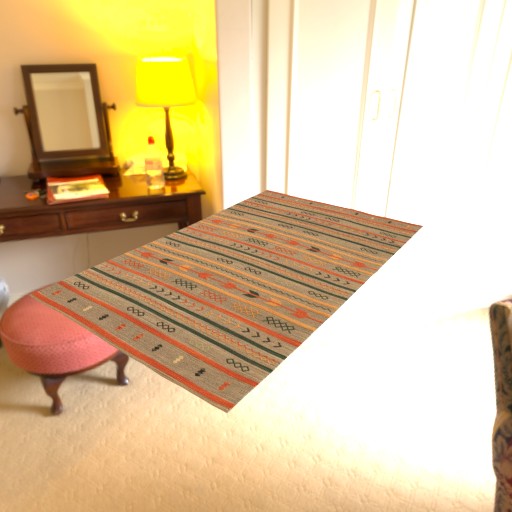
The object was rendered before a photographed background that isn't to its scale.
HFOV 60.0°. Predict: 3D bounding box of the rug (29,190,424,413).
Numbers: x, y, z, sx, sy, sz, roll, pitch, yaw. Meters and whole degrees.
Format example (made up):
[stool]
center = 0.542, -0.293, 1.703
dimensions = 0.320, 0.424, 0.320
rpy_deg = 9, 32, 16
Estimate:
[rug]
center = 0.000, 0.000, 3.078
dimensions = 1.537, 0.029, 2.439
rpy_deg = 18, 32, 32
